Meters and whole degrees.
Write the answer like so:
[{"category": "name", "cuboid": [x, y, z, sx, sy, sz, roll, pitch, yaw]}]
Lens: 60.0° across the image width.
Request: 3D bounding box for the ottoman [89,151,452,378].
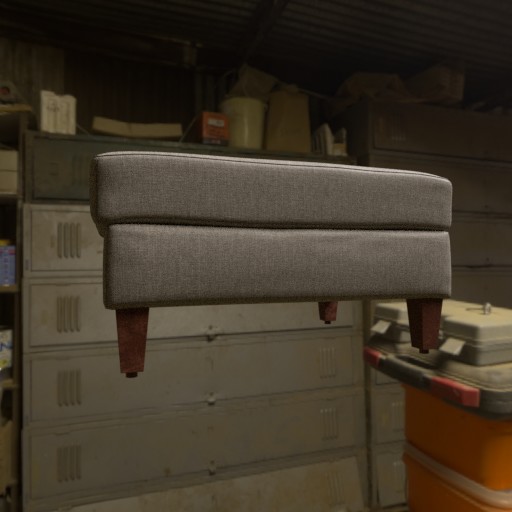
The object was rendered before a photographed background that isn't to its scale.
[{"category": "ottoman", "cuboid": [0.000, 0.000, 1.265, 0.873, 0.494, 0.639, 0, 0, -18]}]
